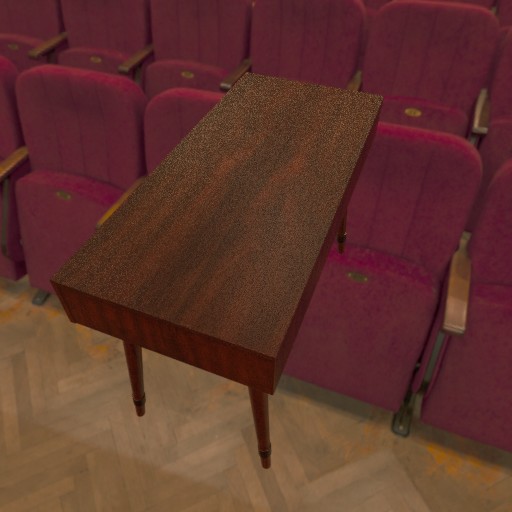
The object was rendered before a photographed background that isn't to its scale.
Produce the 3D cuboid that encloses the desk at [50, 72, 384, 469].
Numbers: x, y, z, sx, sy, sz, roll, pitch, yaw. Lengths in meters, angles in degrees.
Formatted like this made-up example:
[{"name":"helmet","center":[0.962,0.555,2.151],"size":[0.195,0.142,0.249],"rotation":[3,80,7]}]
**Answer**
[{"name":"desk","center":[0.000,0.000,2.136],"size":[0.734,1.031,1.577],"rotation":[16,48,15]}]
